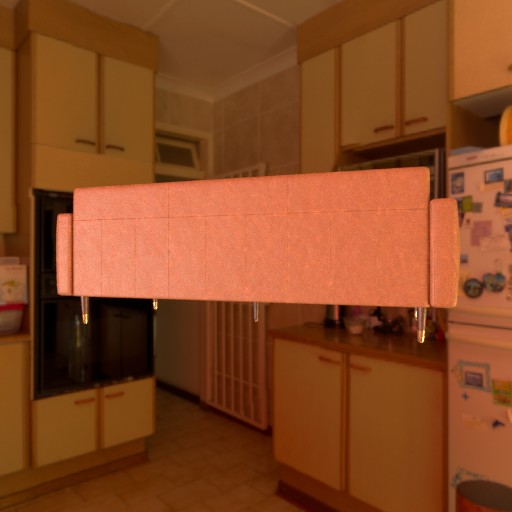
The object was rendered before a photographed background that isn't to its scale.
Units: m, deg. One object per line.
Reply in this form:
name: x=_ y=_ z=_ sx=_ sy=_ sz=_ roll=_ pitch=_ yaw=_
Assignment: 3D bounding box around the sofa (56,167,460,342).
sofa: x=0.000 y=0.000 z=2.784 sx=2.291 sy=0.821 sz=0.990 roll=0 pitch=0 yaw=19
